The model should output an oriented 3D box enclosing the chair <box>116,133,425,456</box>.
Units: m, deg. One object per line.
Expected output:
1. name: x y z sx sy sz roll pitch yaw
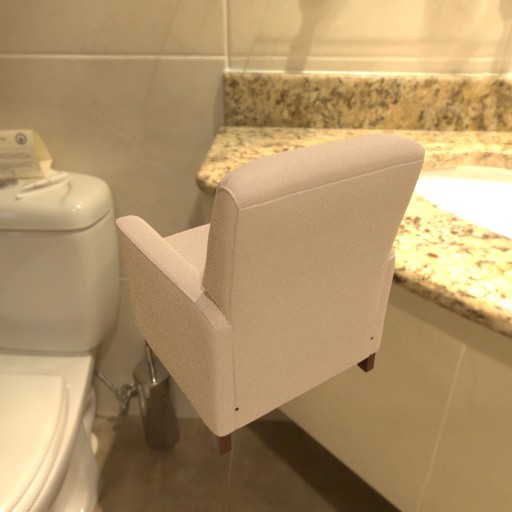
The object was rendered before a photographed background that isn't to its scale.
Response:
1. chair: 0.000 0.000 1.692 0.841 1.028 0.858 -19 35 -29
